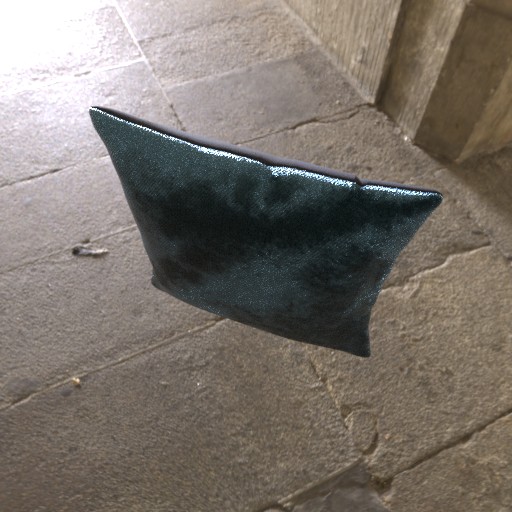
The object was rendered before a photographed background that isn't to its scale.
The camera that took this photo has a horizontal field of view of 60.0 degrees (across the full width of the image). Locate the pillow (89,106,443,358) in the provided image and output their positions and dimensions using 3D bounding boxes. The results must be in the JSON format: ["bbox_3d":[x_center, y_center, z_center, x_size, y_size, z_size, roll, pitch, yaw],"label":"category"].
[{"bbox_3d":[0.000,0.000,0.661,0.436,0.430,0.138,17,58,11],"label":"pillow"}]
